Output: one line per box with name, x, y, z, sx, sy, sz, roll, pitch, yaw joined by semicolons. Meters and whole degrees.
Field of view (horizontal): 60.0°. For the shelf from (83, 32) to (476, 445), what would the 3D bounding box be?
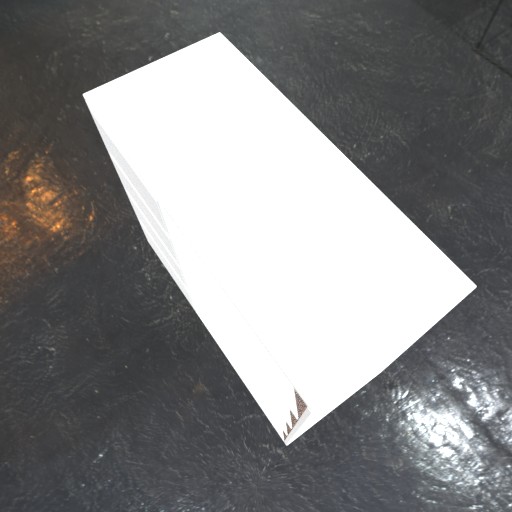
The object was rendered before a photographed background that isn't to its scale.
shelf;0.000;0.000;1.280;0.396;0.732;0.895;-32;67;-15
